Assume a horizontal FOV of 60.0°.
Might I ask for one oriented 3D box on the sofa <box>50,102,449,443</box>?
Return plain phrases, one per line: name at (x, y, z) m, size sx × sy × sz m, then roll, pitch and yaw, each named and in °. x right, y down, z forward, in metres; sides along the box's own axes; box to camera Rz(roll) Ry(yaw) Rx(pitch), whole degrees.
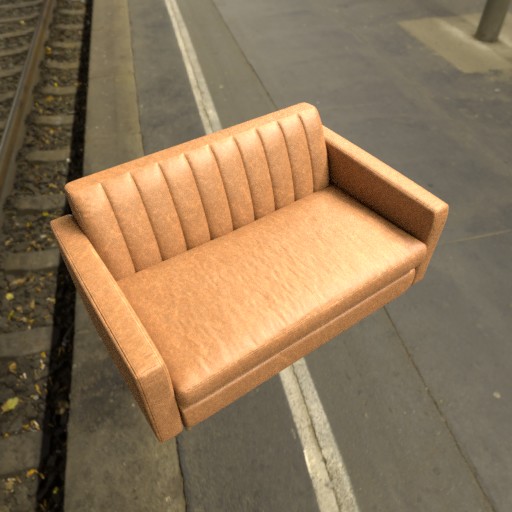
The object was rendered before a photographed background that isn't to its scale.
sofa at (0.000, 0.000, 2.105) m, size 1.549 × 0.820 × 0.960 m, roll -26°, pitch 51°, yaw -24°
